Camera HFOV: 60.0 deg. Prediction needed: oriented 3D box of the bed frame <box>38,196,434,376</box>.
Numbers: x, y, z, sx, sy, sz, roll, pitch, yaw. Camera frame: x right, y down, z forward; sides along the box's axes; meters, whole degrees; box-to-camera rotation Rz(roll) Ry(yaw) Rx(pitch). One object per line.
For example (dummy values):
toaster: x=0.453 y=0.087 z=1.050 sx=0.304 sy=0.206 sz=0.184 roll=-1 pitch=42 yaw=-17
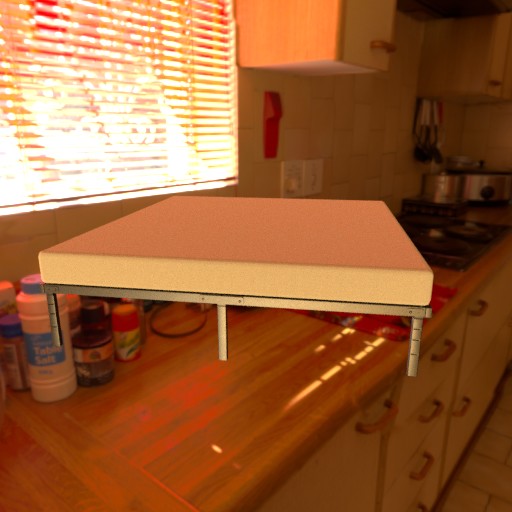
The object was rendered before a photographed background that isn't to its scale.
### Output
bed frame: x=0.000 y=0.000 z=4.042 sx=2.526 sy=0.680 sz=2.635 roll=3 pitch=16 yaw=9
